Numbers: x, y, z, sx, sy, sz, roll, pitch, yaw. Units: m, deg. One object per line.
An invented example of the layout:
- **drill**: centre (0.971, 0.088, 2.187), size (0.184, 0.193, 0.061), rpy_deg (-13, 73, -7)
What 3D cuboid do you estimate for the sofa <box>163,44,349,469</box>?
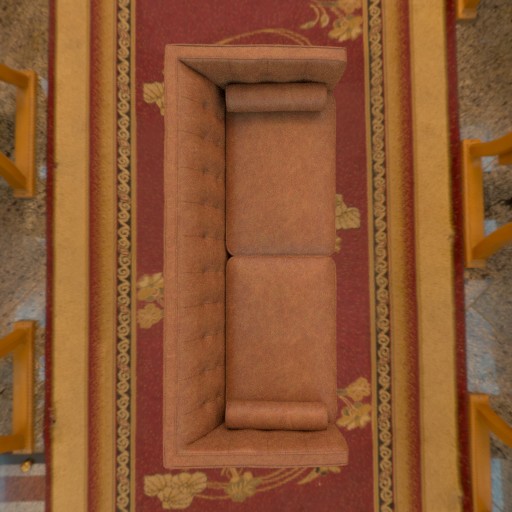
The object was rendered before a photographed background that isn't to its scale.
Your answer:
- **sofa**: centre (0.000, 0.000, 2.528), size (0.912, 0.798, 2.079), rpy_deg (0, 89, -1)
